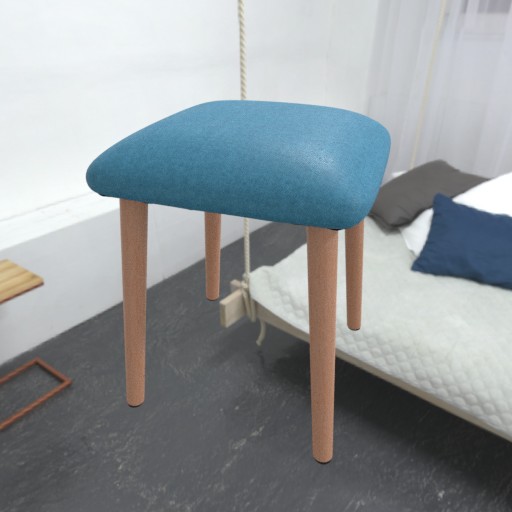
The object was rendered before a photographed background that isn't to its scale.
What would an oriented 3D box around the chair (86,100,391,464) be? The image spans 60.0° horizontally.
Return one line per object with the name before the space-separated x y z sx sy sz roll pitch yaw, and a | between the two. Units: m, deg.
chair | 0.000 0.000 0.715 0.360 0.450 0.360 10 31 16
